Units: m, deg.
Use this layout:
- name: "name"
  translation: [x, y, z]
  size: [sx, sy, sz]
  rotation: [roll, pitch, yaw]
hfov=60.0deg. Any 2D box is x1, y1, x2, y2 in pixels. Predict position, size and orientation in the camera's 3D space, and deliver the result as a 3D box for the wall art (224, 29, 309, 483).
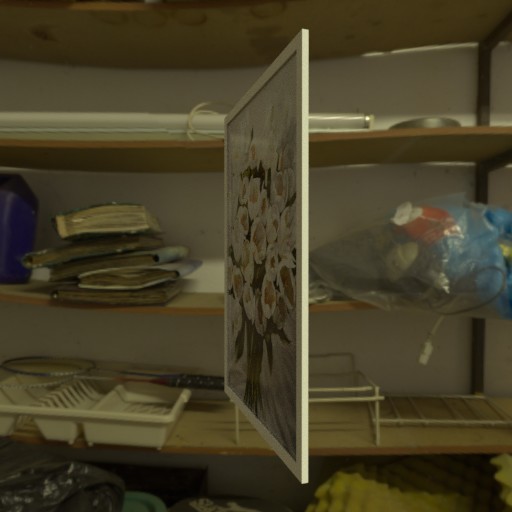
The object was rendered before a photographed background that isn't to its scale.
- name: "wall art"
  translation: [0.000, 0.000, 1.256]
  size: [0.015, 0.965, 0.660]
  rotation: [0, 0, -18]
